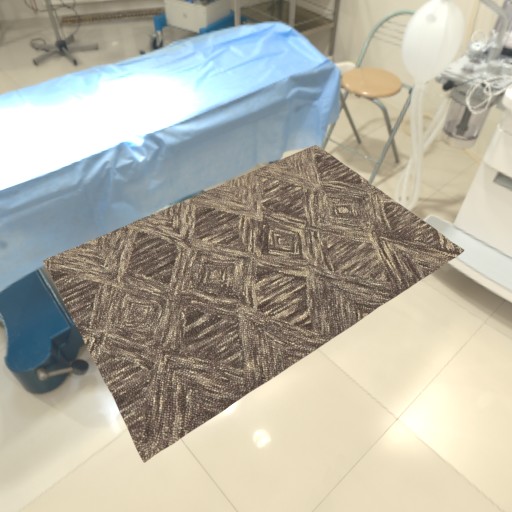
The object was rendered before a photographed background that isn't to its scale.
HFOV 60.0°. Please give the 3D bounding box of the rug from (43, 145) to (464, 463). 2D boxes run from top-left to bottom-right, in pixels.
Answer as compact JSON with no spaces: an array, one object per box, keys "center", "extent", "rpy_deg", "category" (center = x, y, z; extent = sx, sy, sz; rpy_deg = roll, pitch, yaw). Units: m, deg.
[{"center":[0.000,0.000,2.265],"extent":[1.814,0.012,1.186],"rpy_deg":[-27,53,-23],"category":"rug"}]
